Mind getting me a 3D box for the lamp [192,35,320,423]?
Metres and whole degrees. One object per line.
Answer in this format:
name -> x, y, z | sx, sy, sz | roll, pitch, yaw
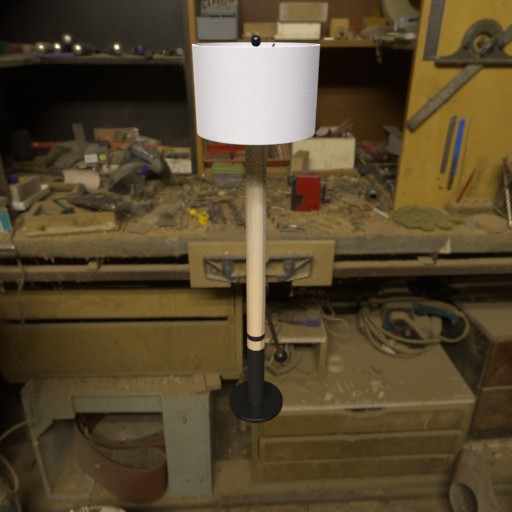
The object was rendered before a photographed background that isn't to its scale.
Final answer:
lamp -> 0.000, 0.000, 1.657 | 0.381, 1.478, 0.381 | 0, 27, -1
